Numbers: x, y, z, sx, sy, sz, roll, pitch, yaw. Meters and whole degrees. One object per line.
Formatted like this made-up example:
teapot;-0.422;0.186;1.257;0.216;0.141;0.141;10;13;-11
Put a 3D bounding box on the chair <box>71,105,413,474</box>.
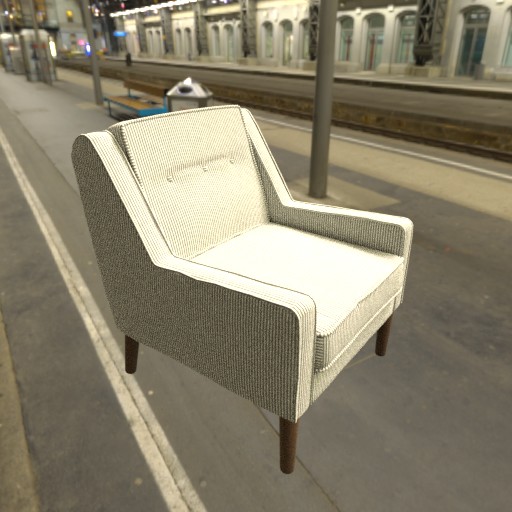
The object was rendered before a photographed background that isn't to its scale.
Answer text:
chair;0.000;0.000;1.320;0.743;0.792;0.663;18;31;33
